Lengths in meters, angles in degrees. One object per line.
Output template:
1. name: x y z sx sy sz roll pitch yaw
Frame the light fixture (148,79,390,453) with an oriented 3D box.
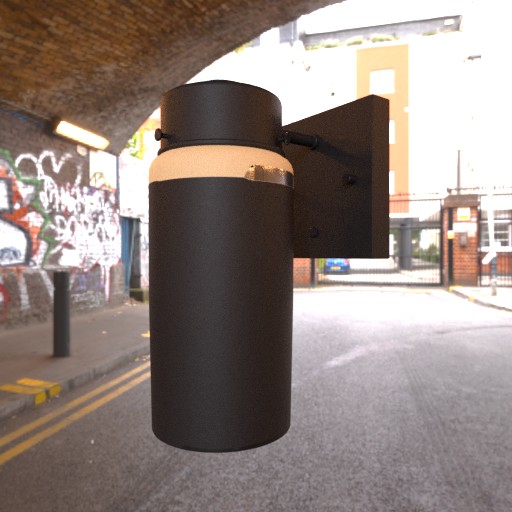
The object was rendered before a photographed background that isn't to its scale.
1. light fixture: 0.000 0.000 0.360 0.176 0.257 0.130 0 0 -37
